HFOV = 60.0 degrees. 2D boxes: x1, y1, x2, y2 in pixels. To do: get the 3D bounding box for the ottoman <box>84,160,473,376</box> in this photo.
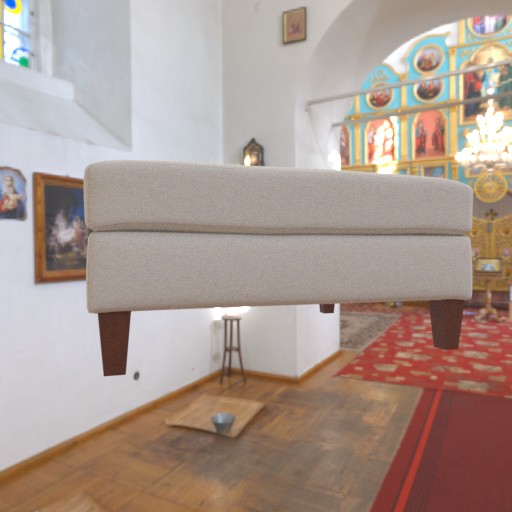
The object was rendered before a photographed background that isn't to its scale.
[{"bbox_3d":[0.000,0.000,1.416,0.976,0.492,0.836,0,1,-17],"label":"ottoman"}]
